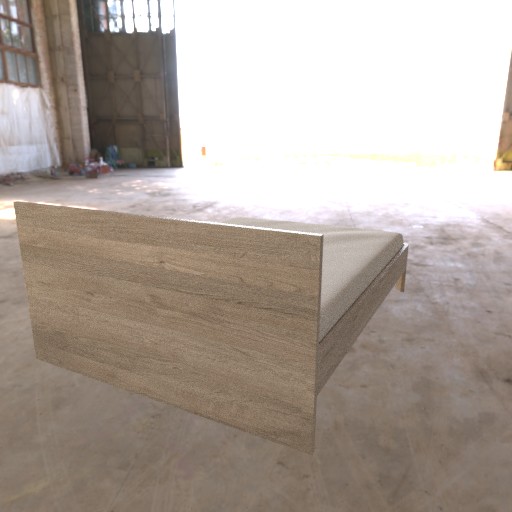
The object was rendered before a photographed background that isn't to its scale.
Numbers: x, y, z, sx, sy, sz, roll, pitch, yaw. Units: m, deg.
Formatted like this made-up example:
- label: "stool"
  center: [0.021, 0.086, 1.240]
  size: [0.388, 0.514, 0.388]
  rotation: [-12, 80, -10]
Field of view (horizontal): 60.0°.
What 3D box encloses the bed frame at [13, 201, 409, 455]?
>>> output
- label: "bed frame"
  center: [0.000, 0.000, 2.636]
  size: [1.490, 0.800, 1.950]
  rotation: [8, 17, 27]
